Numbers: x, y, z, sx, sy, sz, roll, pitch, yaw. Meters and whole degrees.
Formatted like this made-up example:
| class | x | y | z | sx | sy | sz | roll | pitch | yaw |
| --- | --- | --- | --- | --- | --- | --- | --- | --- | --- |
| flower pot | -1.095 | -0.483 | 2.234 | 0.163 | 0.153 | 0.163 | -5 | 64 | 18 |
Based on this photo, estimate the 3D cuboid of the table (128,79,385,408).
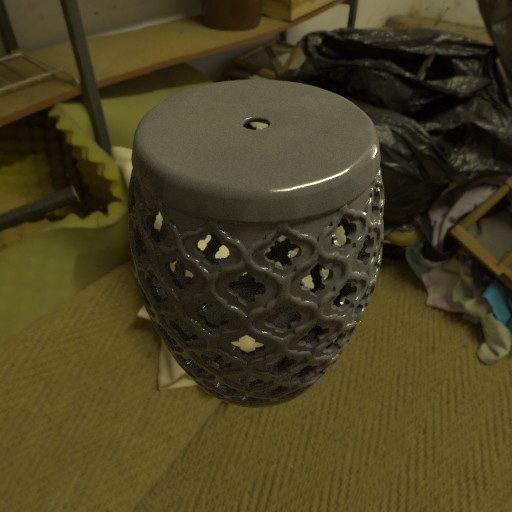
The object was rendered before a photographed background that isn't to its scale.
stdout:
| class | x | y | z | sx | sy | sz | roll | pitch | yaw |
| --- | --- | --- | --- | --- | --- | --- | --- | --- | --- |
| table | 0.000 | 0.000 | 0.608 | 0.325 | 0.388 | 0.325 | 0 | 43 | 0 |
